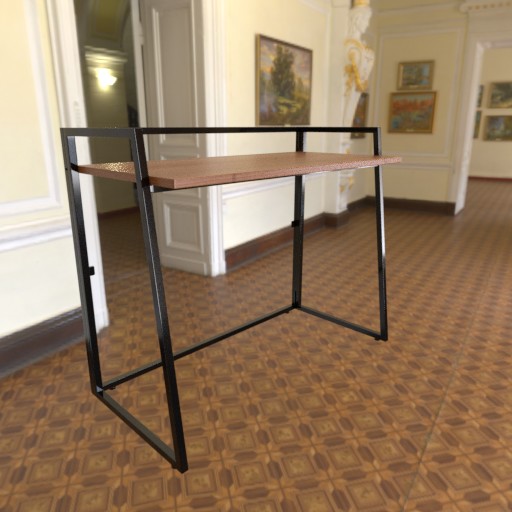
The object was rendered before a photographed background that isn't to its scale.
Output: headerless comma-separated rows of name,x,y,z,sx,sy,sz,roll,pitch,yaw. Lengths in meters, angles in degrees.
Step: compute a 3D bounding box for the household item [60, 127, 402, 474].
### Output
household item,0.000,0.000,1.542,1.050,0.860,0.510,-16,23,-43
